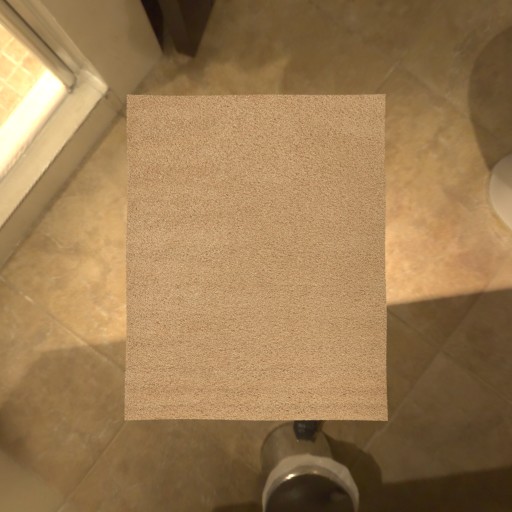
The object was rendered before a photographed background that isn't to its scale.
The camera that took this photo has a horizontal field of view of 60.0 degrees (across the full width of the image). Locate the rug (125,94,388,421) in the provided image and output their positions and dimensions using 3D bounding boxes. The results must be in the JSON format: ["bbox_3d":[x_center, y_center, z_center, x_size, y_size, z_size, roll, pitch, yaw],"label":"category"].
[{"bbox_3d":[0.000,0.000,4.085,2.400,0.026,3.000,0,89,0],"label":"rug"}]
